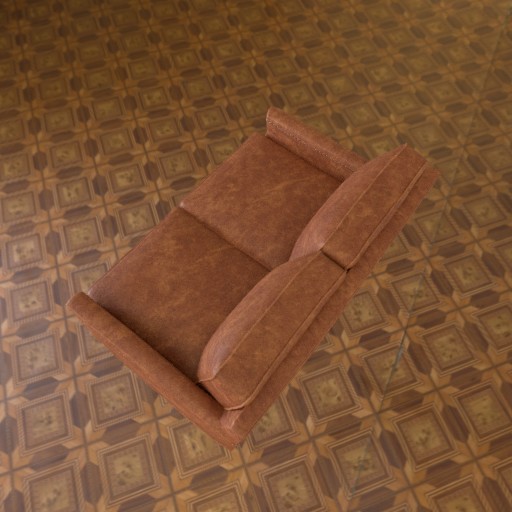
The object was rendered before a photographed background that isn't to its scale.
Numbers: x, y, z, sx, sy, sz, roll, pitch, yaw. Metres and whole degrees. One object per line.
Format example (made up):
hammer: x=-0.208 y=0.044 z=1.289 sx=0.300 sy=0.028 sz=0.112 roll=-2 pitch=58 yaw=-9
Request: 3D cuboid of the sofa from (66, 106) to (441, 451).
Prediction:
sofa: x=0.000 y=0.000 z=2.265 sx=1.084 sy=1.003 sz=1.597 roll=35 pitch=67 yaw=17
